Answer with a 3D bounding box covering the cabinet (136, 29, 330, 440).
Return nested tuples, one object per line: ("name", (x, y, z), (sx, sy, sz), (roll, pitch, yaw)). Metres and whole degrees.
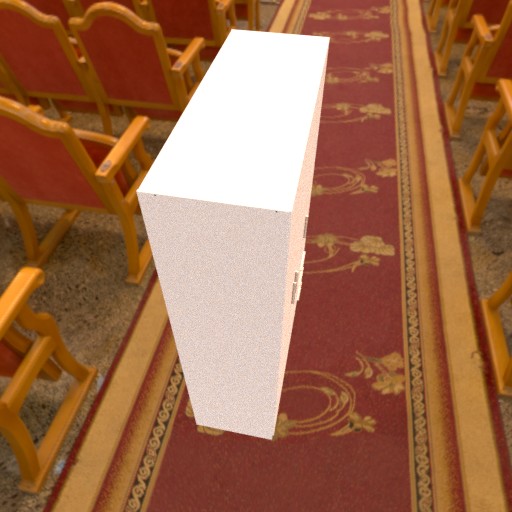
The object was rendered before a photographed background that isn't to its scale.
("cabinet", (0.000, 0.000, 2.497), (0.510, 1.910, 1.290), (9, 49, 8))
